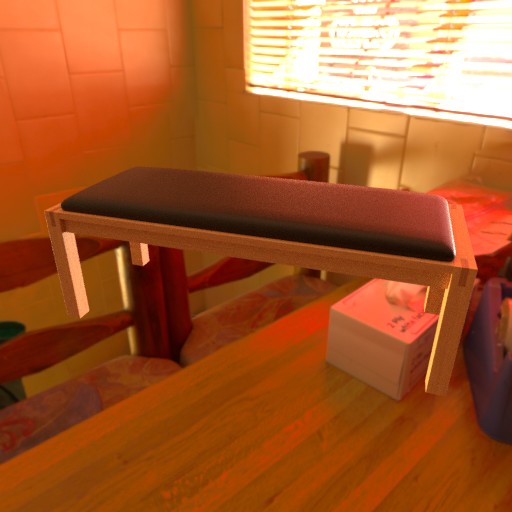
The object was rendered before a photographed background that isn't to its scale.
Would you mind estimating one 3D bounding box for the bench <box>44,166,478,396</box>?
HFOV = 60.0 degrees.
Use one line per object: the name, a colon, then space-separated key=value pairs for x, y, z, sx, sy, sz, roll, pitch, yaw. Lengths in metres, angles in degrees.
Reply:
bench: x=0.000 y=0.000 z=1.434 sx=1.202 sy=0.430 sz=0.450 roll=8 pitch=28 yaw=16
